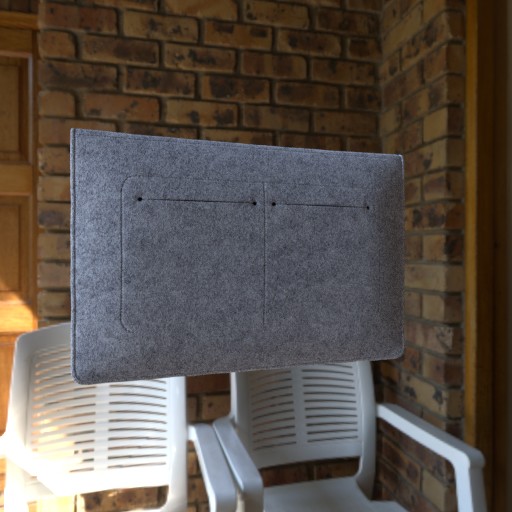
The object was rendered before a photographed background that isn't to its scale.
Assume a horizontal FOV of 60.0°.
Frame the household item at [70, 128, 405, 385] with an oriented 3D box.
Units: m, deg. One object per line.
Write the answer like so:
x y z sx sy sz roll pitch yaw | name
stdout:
0.000 0.000 0.434 0.335 0.221 0.057 0 0 -18 | household item
